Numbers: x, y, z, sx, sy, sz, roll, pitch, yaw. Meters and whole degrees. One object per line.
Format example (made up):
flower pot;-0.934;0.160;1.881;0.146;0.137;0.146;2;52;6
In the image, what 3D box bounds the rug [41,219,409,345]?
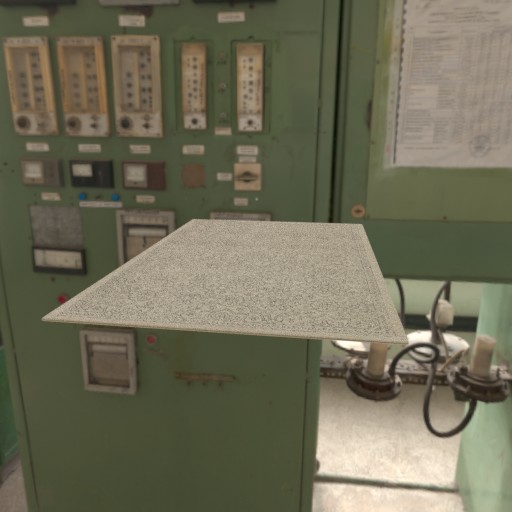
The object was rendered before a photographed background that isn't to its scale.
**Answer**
rug;0.000;0.000;2.301;1.219;0.010;1.829;2;16;8
